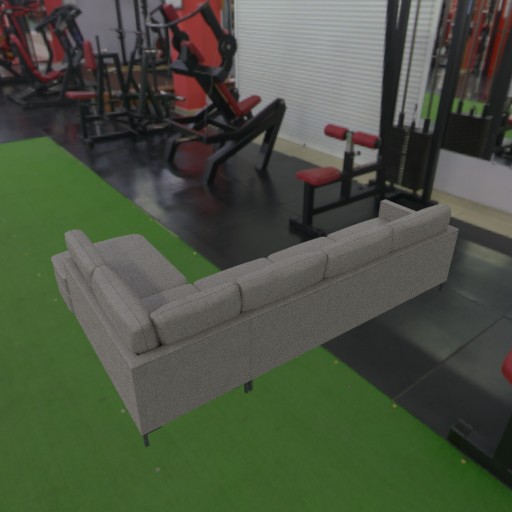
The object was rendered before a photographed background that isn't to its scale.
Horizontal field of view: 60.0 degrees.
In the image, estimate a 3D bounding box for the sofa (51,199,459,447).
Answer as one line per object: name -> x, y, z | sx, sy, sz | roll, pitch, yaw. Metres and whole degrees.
sofa -> 0.000, 0.000, 4.299 | 3.331, 0.964, 2.077 | -19, 35, -30
